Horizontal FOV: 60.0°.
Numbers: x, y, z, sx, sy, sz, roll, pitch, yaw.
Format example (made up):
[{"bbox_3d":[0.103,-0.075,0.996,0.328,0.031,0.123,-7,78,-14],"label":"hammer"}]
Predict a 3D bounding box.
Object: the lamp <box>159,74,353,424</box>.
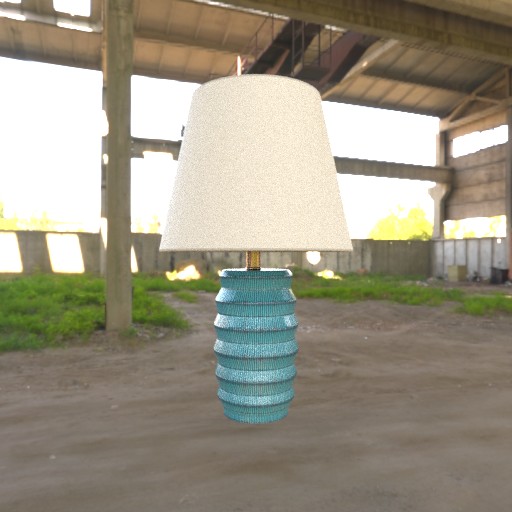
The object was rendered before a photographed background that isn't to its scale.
[{"bbox_3d":[0.000,0.000,0.828,0.355,0.582,0.355,0,0,0],"label":"lamp"}]
